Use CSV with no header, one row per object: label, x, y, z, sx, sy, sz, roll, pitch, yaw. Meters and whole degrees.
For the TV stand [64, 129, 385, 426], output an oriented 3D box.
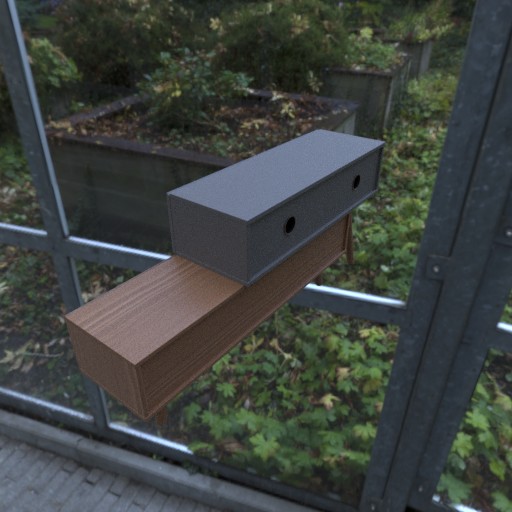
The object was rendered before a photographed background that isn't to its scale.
TV stand,0.000,0.000,1.630,0.329,0.591,1.336,22,38,32
